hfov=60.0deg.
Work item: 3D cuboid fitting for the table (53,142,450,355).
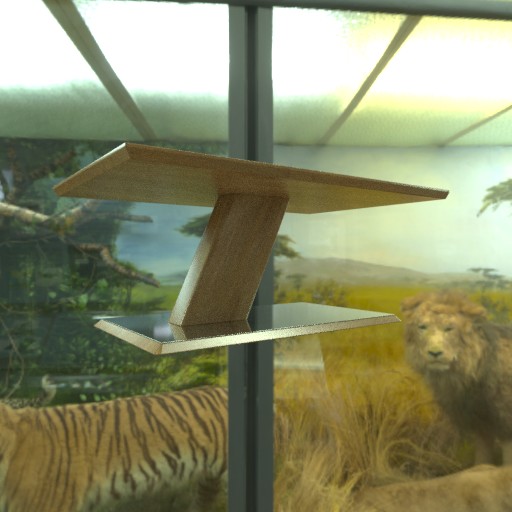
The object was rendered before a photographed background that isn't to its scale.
[{"bbox_3d":[0.000,0.000,1.450,1.100,0.441,0.692,0,0,-35],"label":"table"}]
